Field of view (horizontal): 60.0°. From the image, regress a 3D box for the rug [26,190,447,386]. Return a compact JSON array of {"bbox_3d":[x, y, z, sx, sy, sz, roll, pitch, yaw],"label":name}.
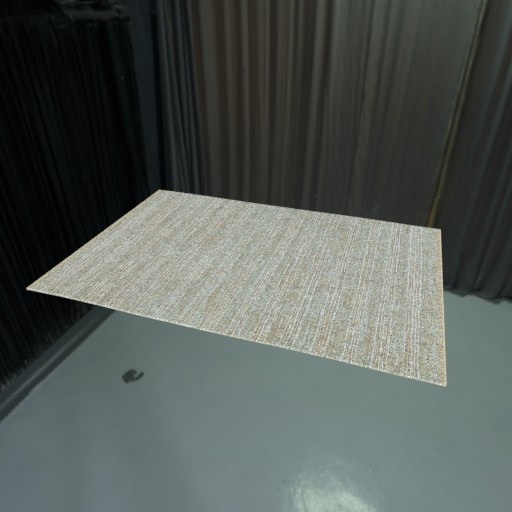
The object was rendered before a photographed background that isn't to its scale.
[{"bbox_3d":[0.000,0.000,2.300,1.824,0.010,1.240,10,33,16],"label":"rug"}]
